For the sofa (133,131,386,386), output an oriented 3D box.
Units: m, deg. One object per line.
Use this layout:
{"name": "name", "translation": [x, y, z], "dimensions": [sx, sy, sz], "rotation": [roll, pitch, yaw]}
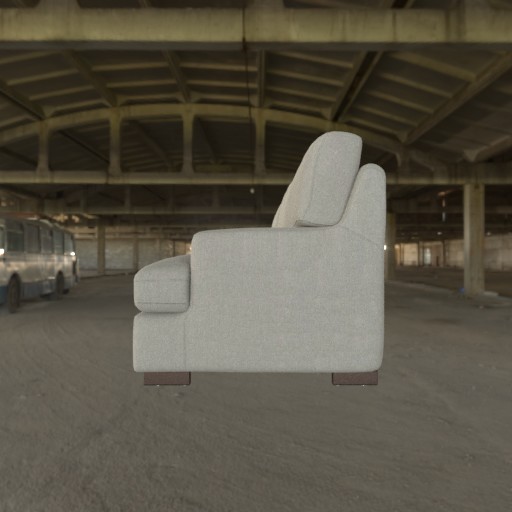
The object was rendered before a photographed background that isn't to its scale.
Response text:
{"name": "sofa", "translation": [0.000, 0.000, 2.796], "dimensions": [0.962, 0.980, 2.354], "rotation": [0, 0, 0]}
